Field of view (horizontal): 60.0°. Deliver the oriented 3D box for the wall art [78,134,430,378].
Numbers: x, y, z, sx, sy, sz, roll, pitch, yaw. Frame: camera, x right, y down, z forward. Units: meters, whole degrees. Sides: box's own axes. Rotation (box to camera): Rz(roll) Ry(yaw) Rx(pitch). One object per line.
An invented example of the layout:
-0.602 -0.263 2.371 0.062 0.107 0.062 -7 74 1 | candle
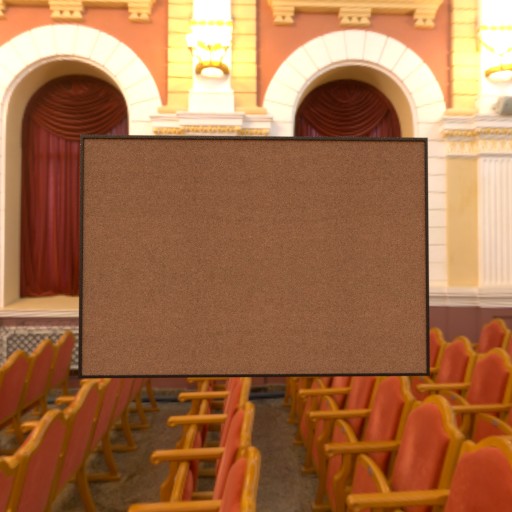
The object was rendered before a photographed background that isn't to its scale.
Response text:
0.000 0.000 1.223 0.957 0.660 0.019 0 -1 -2 | wall art
